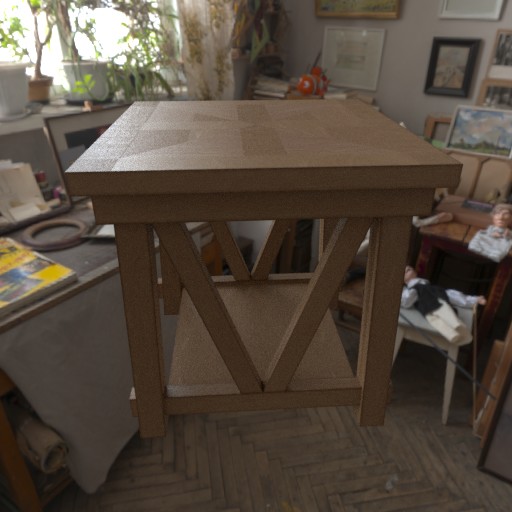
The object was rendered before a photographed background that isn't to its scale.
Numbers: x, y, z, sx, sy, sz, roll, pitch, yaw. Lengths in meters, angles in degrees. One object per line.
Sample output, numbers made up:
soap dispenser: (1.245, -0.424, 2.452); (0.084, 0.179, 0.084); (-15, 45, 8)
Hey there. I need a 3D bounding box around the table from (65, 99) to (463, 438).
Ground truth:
table: (0.000, 0.000, 1.097); (0.612, 0.638, 0.610); (-2, 29, -3)
